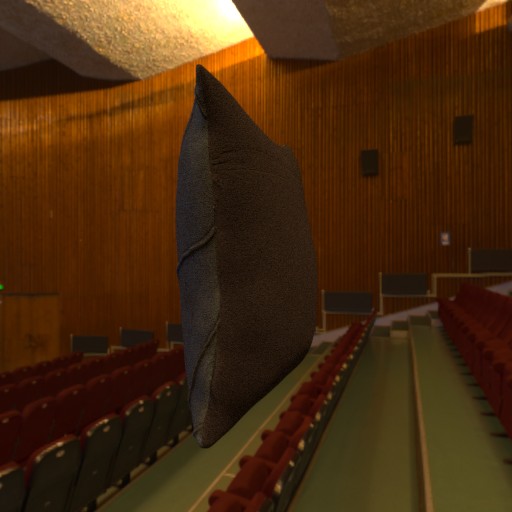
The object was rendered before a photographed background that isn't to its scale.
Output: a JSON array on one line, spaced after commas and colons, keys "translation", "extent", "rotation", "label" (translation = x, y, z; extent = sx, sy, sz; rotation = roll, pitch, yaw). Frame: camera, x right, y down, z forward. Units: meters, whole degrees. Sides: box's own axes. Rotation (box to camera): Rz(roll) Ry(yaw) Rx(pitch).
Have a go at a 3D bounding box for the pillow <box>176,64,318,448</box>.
[{"translation": [0.000, 0.000, 0.696], "extent": [0.183, 0.440, 0.439], "rotation": [0, 0, 18], "label": "pillow"}]
